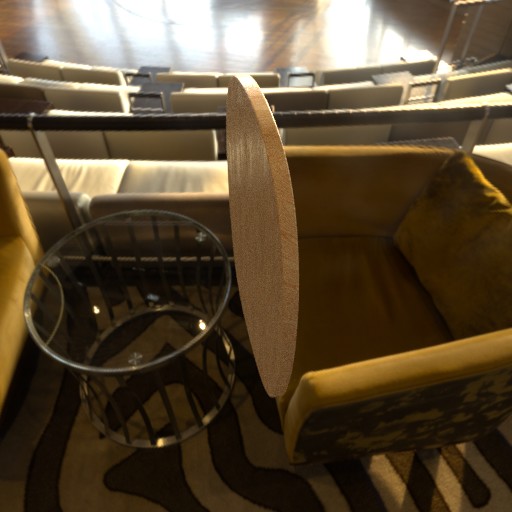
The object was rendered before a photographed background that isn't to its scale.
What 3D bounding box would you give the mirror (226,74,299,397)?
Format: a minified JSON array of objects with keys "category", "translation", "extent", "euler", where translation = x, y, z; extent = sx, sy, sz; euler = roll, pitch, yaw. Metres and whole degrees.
[{"category":"mirror","translation":[0.000,0.000,1.400],"extent":[0.037,1.075,0.724],"euler":[-10,48,-9]}]
